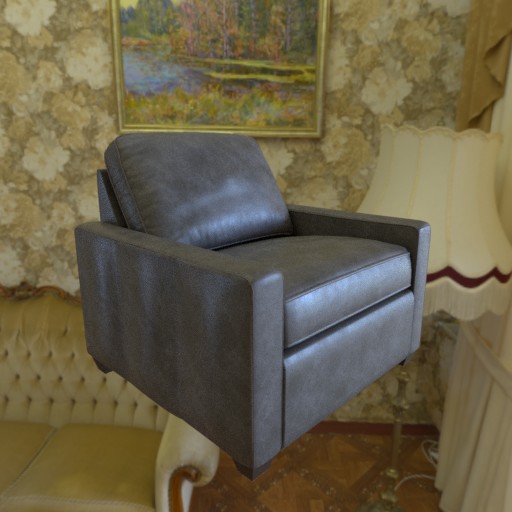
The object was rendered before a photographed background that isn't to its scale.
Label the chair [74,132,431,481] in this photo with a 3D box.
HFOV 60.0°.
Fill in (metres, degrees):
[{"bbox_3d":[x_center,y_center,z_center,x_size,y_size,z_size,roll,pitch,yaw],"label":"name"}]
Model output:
[{"bbox_3d":[0.000,0.000,1.687,0.939,0.916,1.006,14,20,42],"label":"chair"}]
